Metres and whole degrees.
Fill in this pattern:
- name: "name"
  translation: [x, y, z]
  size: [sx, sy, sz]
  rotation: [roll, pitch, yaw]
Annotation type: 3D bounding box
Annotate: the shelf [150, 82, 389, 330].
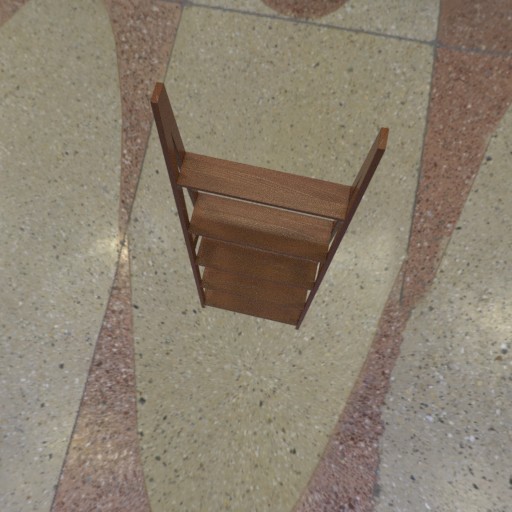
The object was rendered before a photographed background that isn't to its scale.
- name: "shelf"
  translation: [0.000, 0.000, 1.976]
  size: [0.630, 1.780, 0.356]
  rotation: [13, 75, 3]
